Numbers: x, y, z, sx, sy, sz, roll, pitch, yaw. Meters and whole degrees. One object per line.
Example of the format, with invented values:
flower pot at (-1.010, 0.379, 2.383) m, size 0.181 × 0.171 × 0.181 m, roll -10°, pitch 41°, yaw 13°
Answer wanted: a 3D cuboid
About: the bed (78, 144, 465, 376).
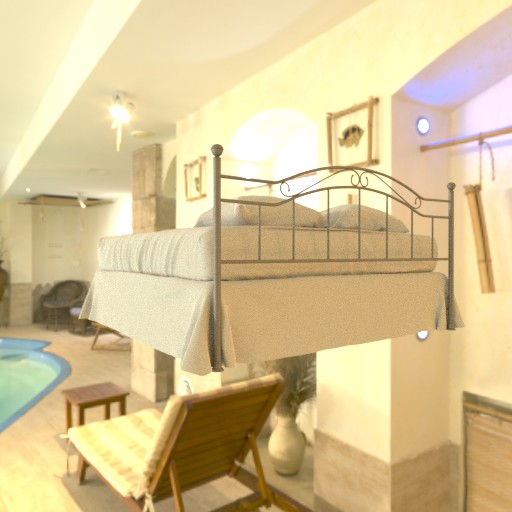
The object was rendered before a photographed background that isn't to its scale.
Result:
bed at (0.000, 0.000, 3.533) m, size 2.309 × 1.080 × 2.220 m, roll 0°, pitch 0°, yaw -35°
